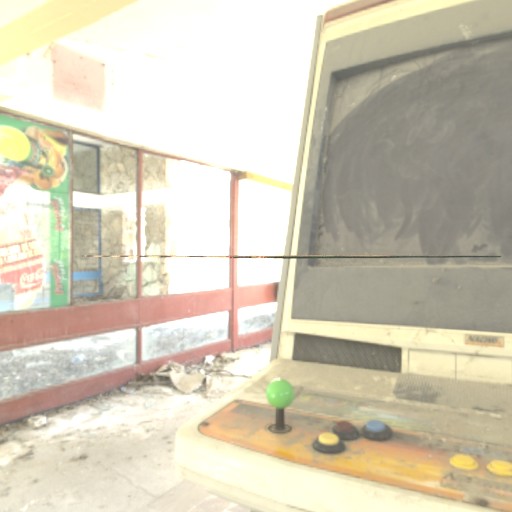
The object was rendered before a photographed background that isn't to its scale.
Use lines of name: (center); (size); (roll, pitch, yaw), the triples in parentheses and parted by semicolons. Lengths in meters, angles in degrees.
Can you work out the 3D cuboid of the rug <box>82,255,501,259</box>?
rug: (0.000, 0.000, 2.800); (1.522, 0.010, 2.311); (0, 0, -36)
